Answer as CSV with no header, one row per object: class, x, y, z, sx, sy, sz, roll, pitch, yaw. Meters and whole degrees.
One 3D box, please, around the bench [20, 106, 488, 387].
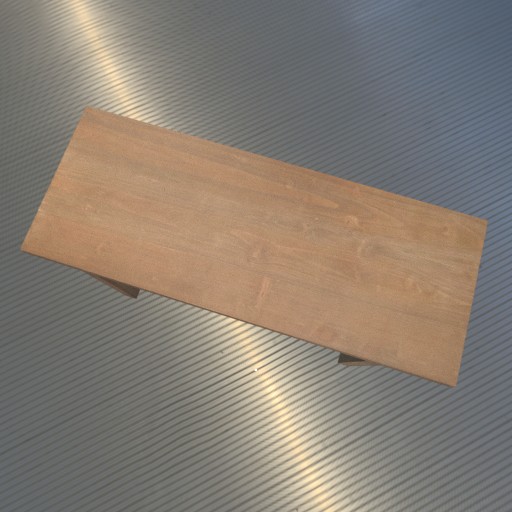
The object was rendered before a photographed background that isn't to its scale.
bench,0.000,0.000,1.419,1.183,0.458,0.458,17,76,4
